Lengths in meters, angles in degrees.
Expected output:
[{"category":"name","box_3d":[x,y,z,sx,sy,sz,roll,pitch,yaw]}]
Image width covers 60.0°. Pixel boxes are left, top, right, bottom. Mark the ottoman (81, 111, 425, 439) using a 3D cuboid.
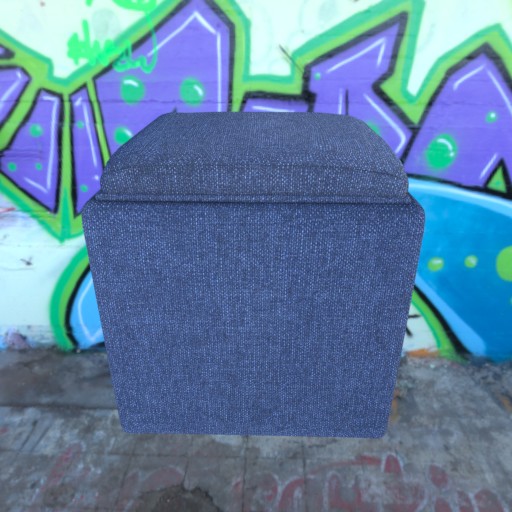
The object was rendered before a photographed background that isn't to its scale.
[{"category":"ottoman","box_3d":[0.000,0.000,0.839,0.454,0.493,0.436,1,27,1]}]
